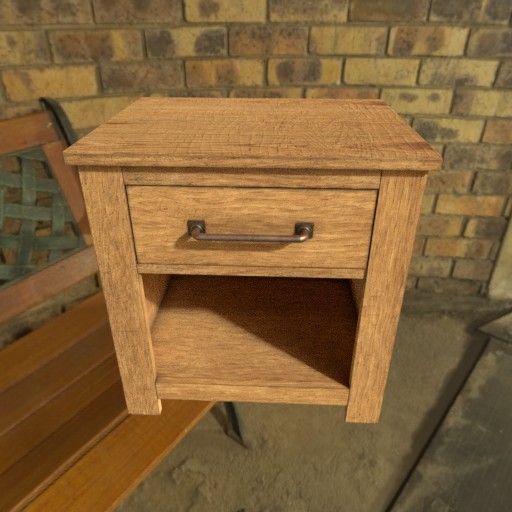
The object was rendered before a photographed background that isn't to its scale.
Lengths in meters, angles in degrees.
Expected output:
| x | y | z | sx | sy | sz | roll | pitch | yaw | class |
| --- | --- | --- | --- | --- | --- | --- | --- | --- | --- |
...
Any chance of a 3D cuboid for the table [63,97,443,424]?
| x | y | z | sx | sy | sz | roll | pitch | yaw | class |
| --- | --- | --- | --- | --- | --- | --- | --- | --- | --- |
| 0.000 | 0.000 | 1.046 | 0.601 | 0.625 | 0.494 | 1 | 30 | 2 | table |
